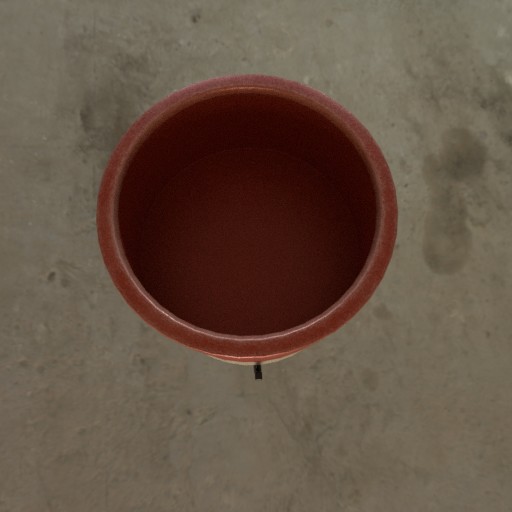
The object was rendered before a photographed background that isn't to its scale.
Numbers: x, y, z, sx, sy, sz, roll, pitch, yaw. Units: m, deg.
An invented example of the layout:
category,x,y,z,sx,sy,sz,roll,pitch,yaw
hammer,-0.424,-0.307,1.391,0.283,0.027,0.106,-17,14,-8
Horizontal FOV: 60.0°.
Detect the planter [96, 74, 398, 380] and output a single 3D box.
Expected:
category,x,y,z,sx,sy,sz,roll,pitch,yaw
planter,0.000,0.000,0.511,0.251,0.354,0.235,-32,78,-8
